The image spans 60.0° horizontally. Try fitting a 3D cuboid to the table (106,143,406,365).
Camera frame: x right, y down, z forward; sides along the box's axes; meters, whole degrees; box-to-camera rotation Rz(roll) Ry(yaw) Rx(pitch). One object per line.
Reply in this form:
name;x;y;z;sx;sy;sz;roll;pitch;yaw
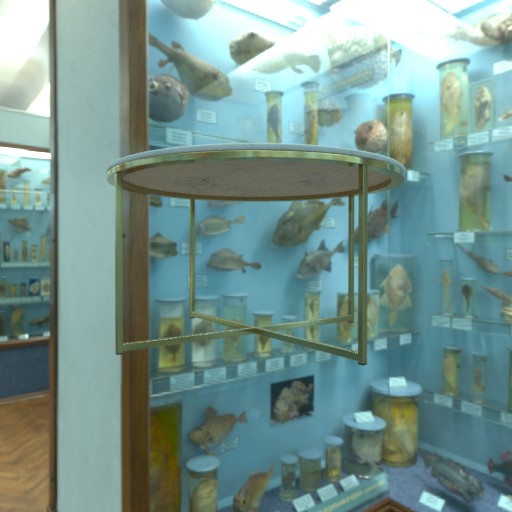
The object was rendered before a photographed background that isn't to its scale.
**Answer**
table;0.000;0.000;1.253;0.800;0.450;0.800;0;1;0
